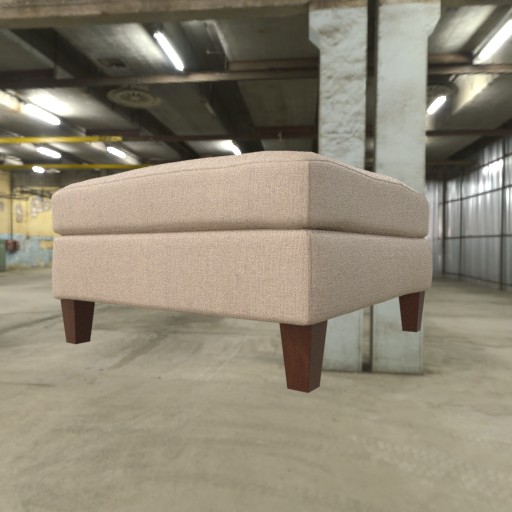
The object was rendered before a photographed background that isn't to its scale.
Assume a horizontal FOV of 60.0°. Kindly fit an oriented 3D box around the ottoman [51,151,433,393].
[{"bbox_3d":[0.000,0.000,1.328,0.838,0.481,0.838,1,1,35],"label":"ottoman"}]
